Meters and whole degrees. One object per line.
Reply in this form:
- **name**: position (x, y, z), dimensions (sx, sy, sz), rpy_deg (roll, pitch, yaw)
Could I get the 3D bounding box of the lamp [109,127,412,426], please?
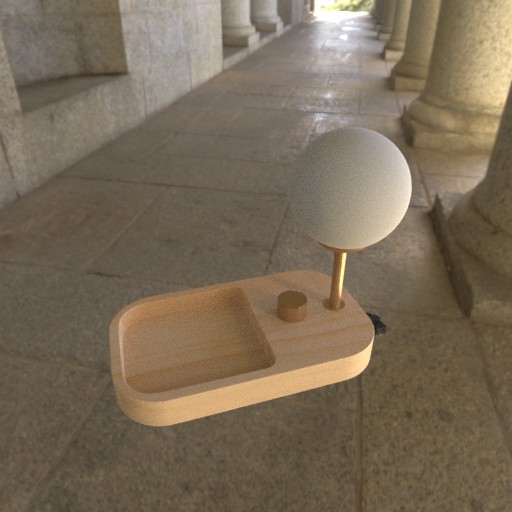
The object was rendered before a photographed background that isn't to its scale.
- **lamp**: position (0.000, 0.000, 0.473), dimensions (0.331, 0.253, 0.173), rpy_deg (-10, 33, -15)
